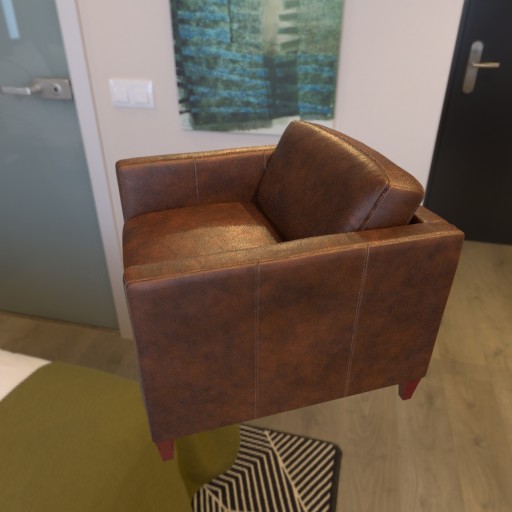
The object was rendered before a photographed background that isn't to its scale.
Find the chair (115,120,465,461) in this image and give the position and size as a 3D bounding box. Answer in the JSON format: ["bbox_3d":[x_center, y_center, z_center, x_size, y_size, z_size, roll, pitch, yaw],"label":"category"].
[{"bbox_3d":[0.000,0.000,1.690,0.975,0.864,0.990,-8,31,-14],"label":"chair"}]
